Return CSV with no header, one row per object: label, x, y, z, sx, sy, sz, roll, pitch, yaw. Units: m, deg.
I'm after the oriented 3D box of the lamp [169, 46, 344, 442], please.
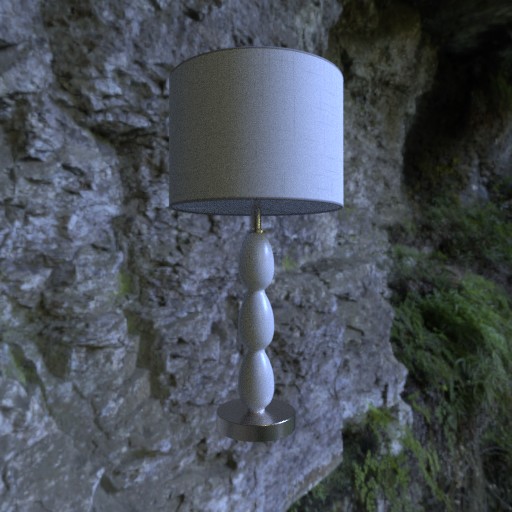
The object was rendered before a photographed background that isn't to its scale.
lamp,0.000,0.000,0.728,0.282,0.559,0.280,0,1,35
